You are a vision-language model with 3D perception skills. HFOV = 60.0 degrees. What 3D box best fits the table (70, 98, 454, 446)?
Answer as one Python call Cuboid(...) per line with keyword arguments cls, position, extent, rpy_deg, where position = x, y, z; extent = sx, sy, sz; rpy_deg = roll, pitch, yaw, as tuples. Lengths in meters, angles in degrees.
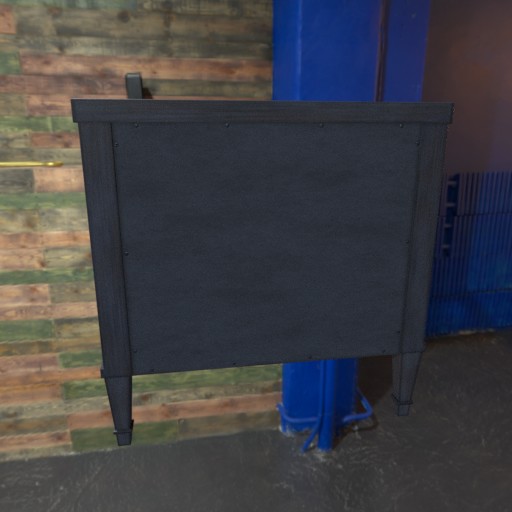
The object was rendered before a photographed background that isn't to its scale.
Cuboid(cls="table", position=(0.000, 0.000, 1.034), extent=(0.660, 0.660, 0.413), rpy_deg=(-3, 16, -9))
